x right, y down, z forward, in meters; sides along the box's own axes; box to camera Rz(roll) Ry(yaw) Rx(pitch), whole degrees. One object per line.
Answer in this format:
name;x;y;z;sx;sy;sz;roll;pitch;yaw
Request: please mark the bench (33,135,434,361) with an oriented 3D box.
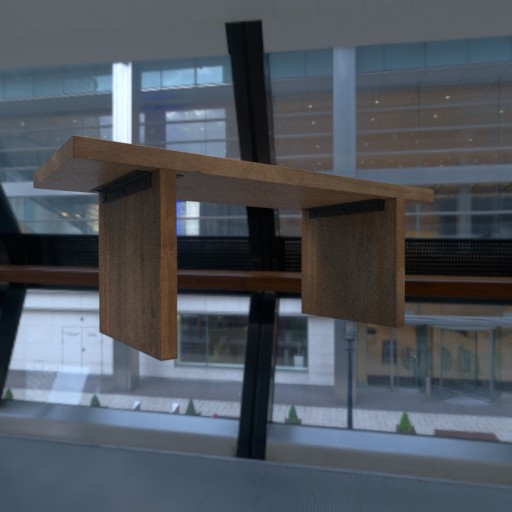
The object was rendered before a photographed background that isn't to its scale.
bench;0.000;0.000;1.378;1.183;0.458;0.458;0;0;-35
